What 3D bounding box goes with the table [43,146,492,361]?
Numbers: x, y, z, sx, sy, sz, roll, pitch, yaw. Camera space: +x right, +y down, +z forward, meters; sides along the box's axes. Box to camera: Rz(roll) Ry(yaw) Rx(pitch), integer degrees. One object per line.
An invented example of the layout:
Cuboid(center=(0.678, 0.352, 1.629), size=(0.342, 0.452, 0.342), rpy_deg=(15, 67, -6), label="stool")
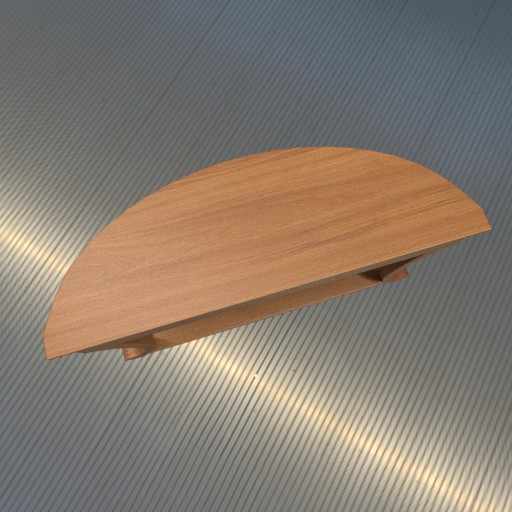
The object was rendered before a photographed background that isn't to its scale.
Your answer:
Cuboid(center=(0.000, 0.000, 1.521), size=(1.198, 0.692, 0.394), rpy_deg=(-16, 75, -4), label="table")
